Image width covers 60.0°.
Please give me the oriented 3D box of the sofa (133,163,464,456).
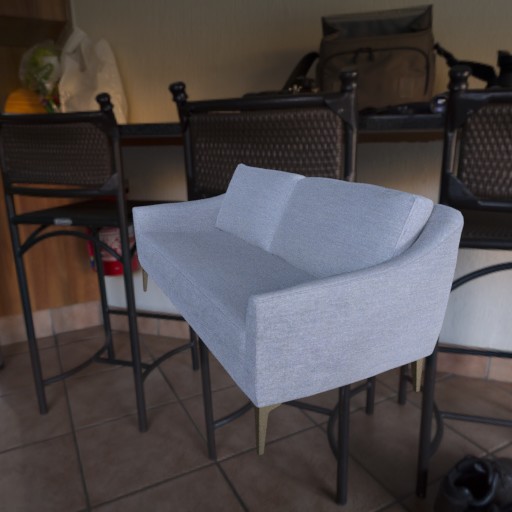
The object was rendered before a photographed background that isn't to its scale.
[{"bbox_3d":[0.000,0.000,2.495,0.980,0.913,2.036,-7,17,-25],"label":"sofa"}]
